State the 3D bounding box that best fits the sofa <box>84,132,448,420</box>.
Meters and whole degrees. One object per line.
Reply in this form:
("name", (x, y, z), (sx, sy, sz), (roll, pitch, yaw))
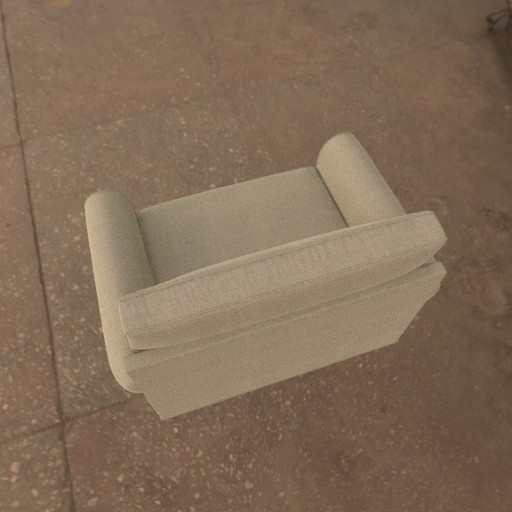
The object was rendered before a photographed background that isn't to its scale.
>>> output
("sofa", (0.000, 0.000, 2.053), (1.405, 0.991, 0.936), (-16, 59, -10))
